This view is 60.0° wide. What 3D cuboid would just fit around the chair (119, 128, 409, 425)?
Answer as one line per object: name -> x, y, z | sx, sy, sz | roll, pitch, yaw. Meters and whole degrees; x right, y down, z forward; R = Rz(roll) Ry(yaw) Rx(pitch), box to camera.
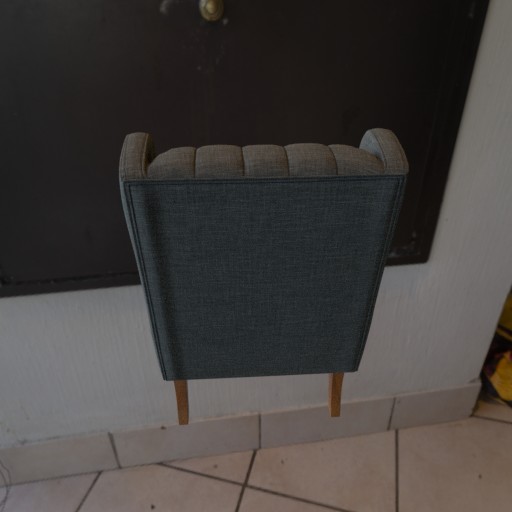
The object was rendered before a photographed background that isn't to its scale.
chair -> 0.000, 0.000, 1.488 | 0.711, 0.953, 0.775 | -2, 32, -3
